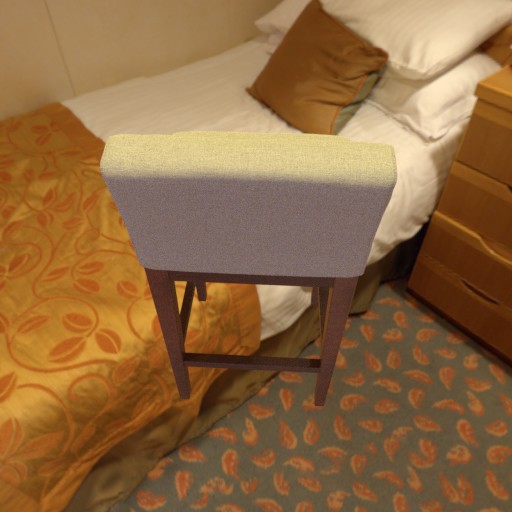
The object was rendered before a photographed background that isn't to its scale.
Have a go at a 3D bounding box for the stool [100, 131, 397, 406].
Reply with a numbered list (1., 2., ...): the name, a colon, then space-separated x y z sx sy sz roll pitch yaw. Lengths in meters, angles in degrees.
1. stool: 0.000 0.000 1.217 0.511 0.937 0.500 2 46 2
